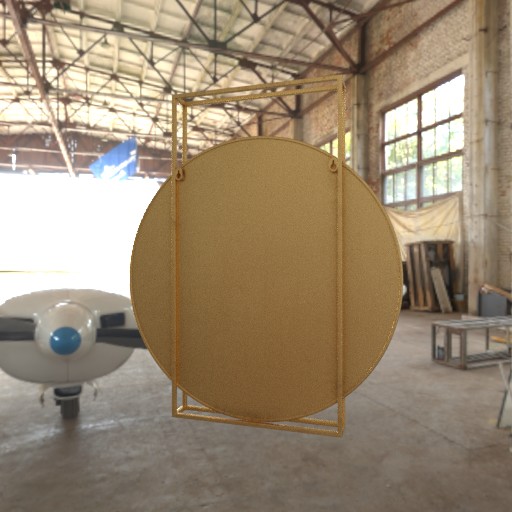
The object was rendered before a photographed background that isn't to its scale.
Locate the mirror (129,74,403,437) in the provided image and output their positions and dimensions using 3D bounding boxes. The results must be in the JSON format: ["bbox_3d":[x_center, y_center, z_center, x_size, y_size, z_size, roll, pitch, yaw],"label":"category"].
[{"bbox_3d":[0.000,0.000,0.806,0.508,0.603,0.051,0,0,17],"label":"mirror"}]
